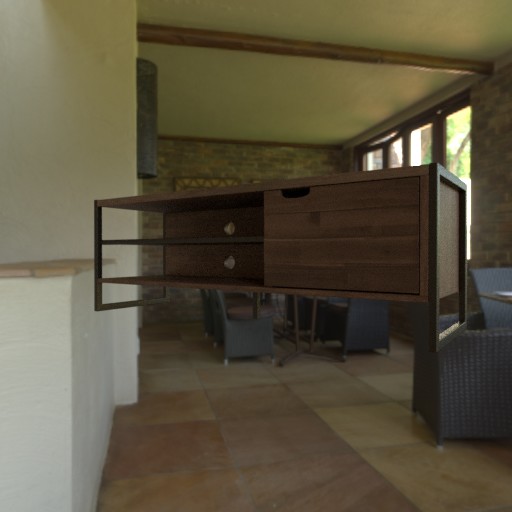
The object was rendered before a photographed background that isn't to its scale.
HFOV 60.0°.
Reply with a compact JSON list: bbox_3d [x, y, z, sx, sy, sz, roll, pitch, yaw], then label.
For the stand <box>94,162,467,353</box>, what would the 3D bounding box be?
[{"bbox_3d":[0.000,0.000,1.782,1.480,0.506,0.454,0,1,35],"label":"stand"}]
